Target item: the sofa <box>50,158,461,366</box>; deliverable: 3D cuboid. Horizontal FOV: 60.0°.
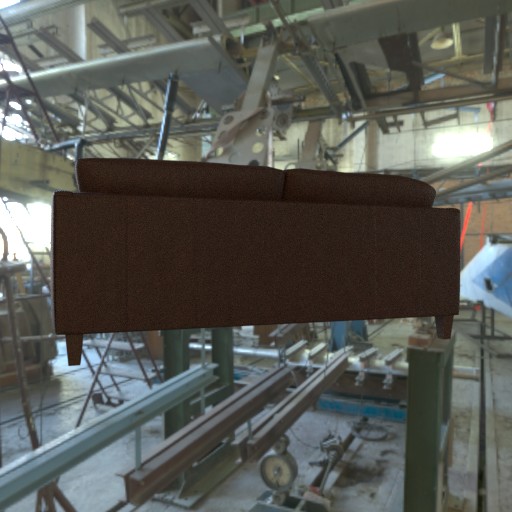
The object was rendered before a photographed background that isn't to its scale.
[{"bbox_3d":[0.000,0.000,2.428,1.971,0.863,0.923,0,0,-18],"label":"sofa"}]
